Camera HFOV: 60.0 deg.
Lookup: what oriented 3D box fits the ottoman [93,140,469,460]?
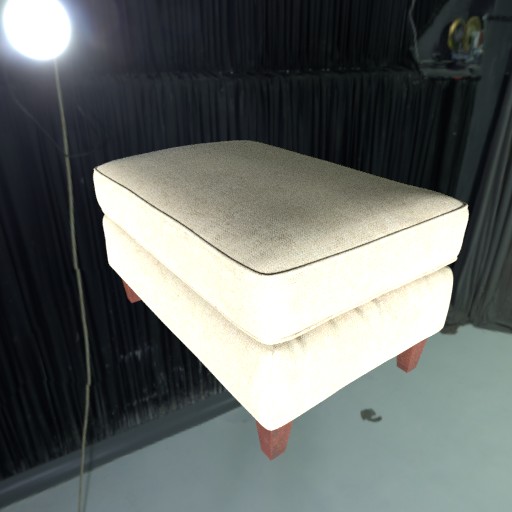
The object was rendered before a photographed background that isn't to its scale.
[{"bbox_3d":[0.000,0.000,1.202,0.583,0.484,0.862,-18,31,-32],"label":"ottoman"}]
